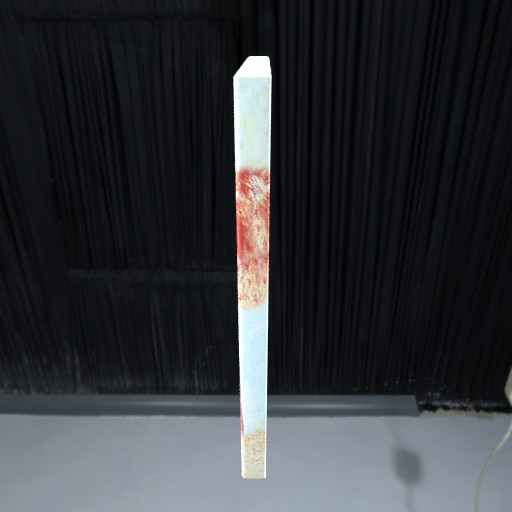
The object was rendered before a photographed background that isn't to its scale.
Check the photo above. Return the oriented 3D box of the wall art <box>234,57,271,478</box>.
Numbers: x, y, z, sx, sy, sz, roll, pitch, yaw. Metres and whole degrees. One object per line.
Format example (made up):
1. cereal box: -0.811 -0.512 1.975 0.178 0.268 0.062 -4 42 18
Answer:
1. wall art: 0.000 0.000 0.762 0.038 0.610 0.401 0 27 1
